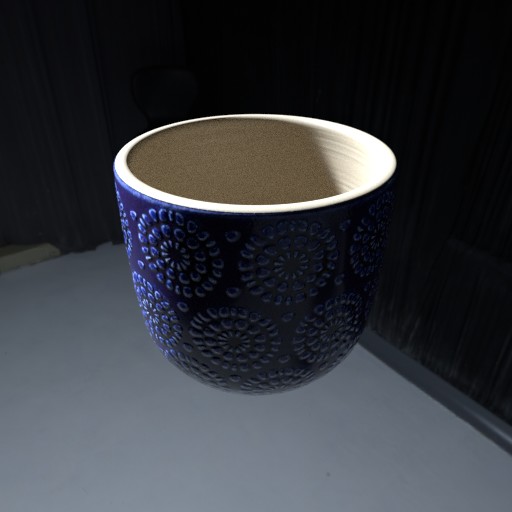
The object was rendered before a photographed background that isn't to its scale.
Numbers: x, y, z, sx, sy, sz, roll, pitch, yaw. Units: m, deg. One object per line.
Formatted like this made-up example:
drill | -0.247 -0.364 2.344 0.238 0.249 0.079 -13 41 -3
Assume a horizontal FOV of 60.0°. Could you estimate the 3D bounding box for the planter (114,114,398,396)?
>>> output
planter | 0.000 0.000 0.302 0.165 0.149 0.165 0 32 0
